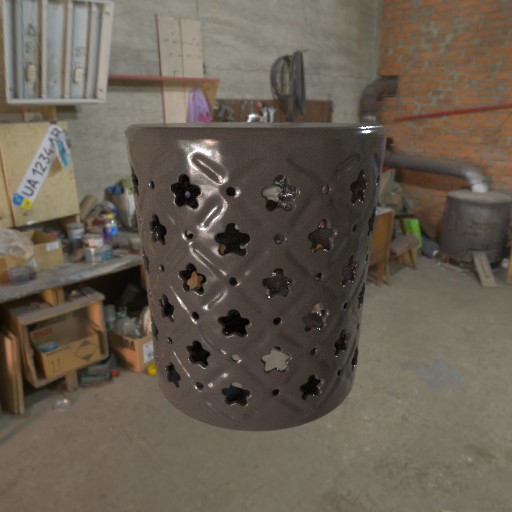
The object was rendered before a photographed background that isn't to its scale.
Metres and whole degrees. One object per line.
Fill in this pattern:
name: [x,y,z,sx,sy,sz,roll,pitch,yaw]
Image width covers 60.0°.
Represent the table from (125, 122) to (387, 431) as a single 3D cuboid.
table: [0.000,0.000,0.669,0.352,0.387,0.352,0,18,0]
